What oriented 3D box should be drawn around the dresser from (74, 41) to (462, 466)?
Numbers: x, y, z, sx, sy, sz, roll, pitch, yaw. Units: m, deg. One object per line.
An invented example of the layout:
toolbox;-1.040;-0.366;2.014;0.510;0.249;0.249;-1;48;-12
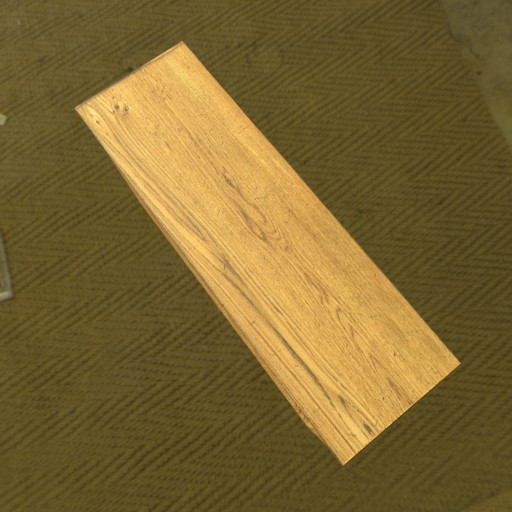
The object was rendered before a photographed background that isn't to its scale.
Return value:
dresser;0.000;0.000;2.088;0.563;0.932;1.657;-36;78;-9
